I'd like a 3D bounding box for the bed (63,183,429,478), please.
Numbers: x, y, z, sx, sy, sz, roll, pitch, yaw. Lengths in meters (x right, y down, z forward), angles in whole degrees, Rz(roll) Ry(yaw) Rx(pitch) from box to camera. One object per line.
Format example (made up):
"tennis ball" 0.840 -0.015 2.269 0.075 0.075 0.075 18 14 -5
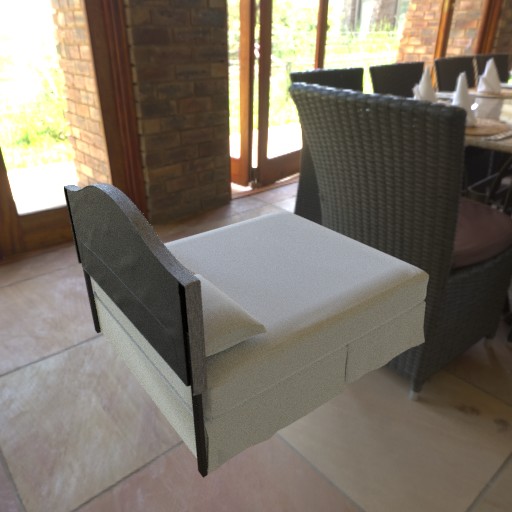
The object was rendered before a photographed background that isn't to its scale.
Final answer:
"bed" 0.000 0.000 2.954 1.870 1.295 1.610 -19 32 -33
